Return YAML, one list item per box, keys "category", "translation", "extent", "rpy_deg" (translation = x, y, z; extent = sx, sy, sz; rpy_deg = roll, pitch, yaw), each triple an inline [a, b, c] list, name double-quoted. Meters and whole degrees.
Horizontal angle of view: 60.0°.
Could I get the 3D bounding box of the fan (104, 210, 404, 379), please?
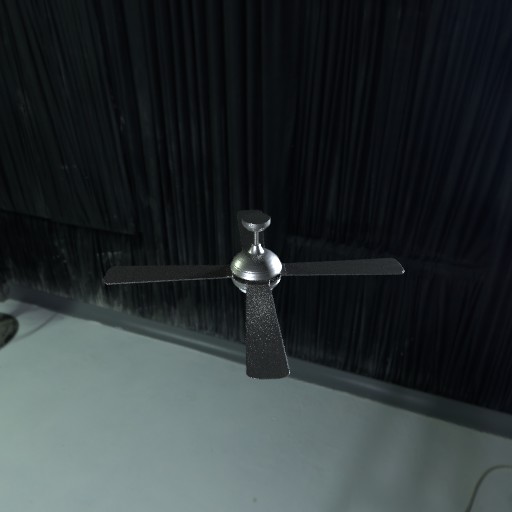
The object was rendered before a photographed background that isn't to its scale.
- category: "fan"
  translation: [0.000, 0.000, 2.035]
  extent: [1.321, 0.381, 1.321]
  rpy_deg: [9, 31, 15]
